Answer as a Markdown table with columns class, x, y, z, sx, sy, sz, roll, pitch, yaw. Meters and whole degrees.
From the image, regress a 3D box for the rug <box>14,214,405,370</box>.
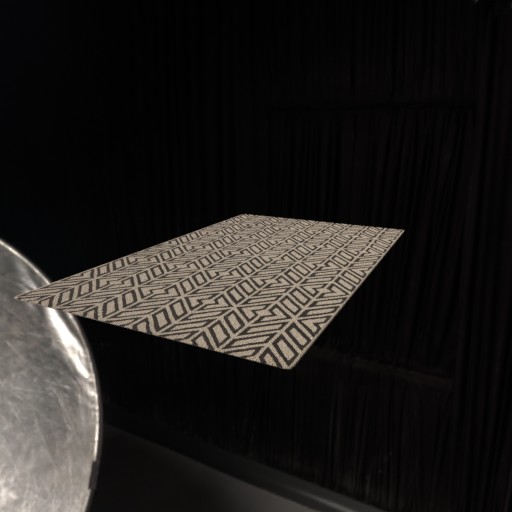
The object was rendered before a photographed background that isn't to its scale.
| class | x | y | z | sx | sy | sz | roll | pitch | yaw |
| --- | --- | --- | --- | --- | --- | --- | --- | --- | --- |
| rug | 0.000 | 0.000 | 2.948 | 1.523 | 0.008 | 2.438 | 8 | 18 | 26 |
